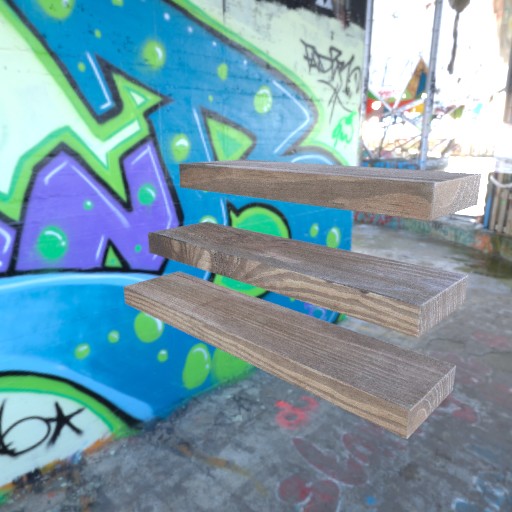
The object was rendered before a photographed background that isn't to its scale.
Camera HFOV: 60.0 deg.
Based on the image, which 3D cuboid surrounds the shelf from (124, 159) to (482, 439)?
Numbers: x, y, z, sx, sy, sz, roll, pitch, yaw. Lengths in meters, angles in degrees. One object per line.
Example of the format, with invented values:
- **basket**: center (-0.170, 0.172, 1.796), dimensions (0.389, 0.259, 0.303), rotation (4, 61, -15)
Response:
- **shelf**: center (0.000, 0.000, 0.720), dimensions (0.610, 0.293, 0.140), rotation (14, 21, 41)
